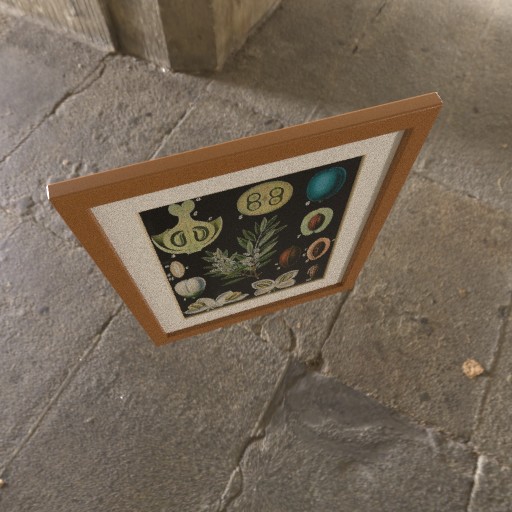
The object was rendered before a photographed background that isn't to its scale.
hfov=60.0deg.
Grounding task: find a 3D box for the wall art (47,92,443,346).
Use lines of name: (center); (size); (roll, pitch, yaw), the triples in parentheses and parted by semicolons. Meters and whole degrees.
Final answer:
wall art: (0.000, 0.000, 0.730); (0.449, 0.550, 0.021); (-16, 64, -8)
